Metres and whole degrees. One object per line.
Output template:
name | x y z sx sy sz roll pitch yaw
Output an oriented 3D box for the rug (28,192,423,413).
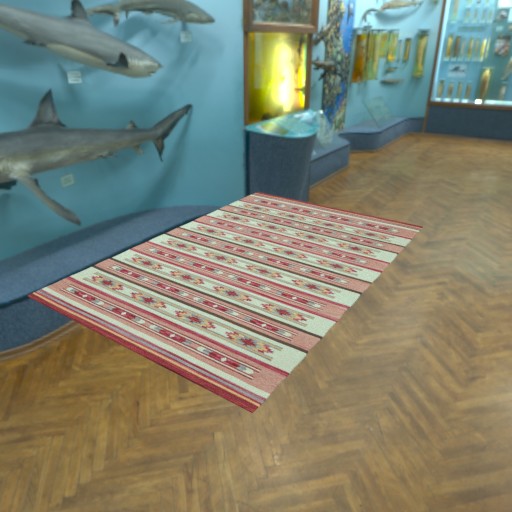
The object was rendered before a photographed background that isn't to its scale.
rug | 0.000 0.000 2.328 1.223 0.008 1.817 17 30 31
